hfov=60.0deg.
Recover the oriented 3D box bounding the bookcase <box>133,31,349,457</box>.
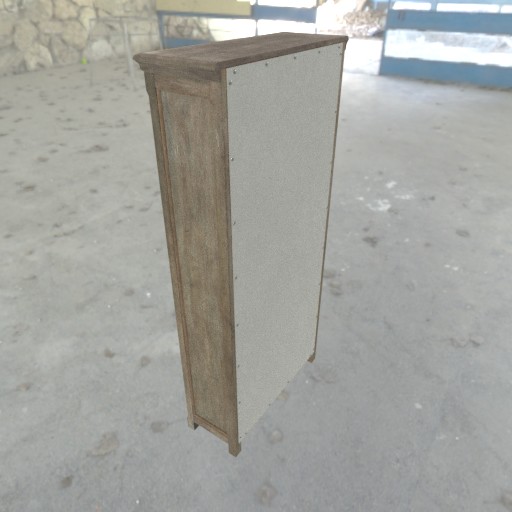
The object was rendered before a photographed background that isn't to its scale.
[{"bbox_3d":[0.000,0.000,2.159,0.348,1.880,0.906,20,37,29],"label":"bookcase"}]
